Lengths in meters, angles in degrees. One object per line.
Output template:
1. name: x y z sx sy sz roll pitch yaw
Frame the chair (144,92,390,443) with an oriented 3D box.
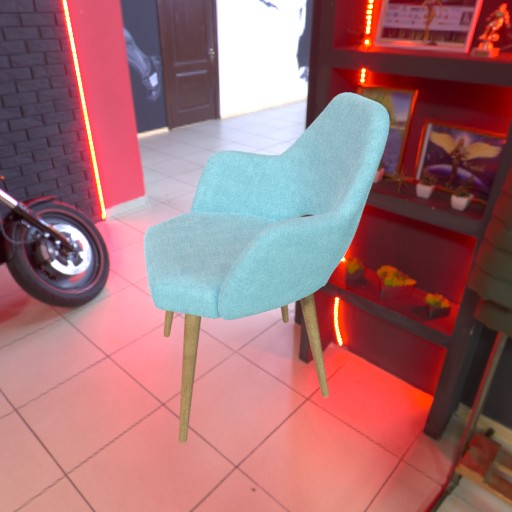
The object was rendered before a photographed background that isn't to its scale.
1. chair: 0.000 0.000 1.264 0.610 0.840 0.590 -8 31 -13
